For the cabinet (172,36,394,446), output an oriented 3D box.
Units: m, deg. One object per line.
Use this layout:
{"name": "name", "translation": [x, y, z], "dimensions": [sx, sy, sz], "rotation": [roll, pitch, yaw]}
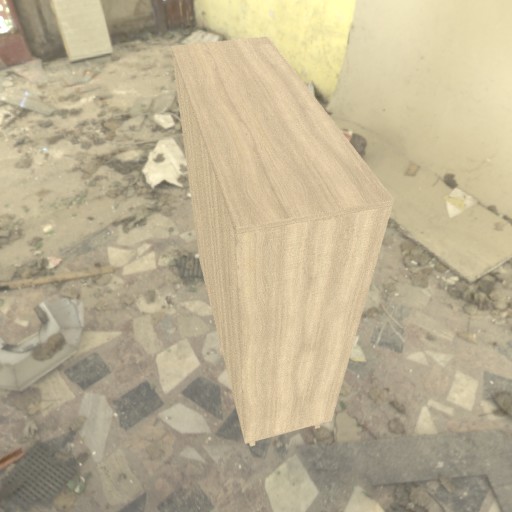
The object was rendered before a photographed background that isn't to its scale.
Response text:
{"name": "cabinet", "translation": [0.000, 0.000, 1.912], "dimensions": [0.398, 1.388, 1.111], "rotation": [-11, 47, -10]}
